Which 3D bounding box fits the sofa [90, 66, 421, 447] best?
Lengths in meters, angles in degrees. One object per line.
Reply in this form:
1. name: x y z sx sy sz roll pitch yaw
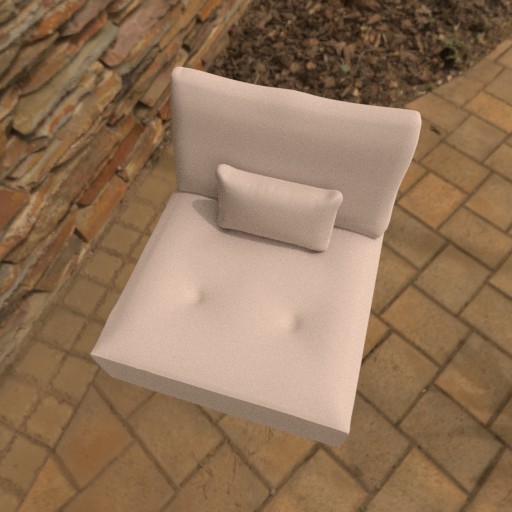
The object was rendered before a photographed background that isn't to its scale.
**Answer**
1. sofa: 0.000 0.000 1.655 0.935 0.828 1.000 14 59 9
